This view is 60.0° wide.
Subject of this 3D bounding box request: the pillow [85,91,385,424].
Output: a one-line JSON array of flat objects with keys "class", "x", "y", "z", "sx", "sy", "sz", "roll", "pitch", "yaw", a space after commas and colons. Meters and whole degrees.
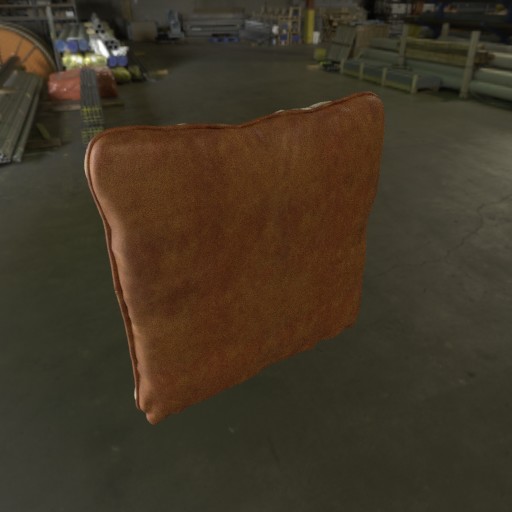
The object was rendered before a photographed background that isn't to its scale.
[{"class": "pillow", "x": 0.000, "y": 0.000, "z": 0.744, "sx": 0.489, "sy": 0.490, "sz": 0.130, "roll": -19, "pitch": 35, "yaw": -28}]
